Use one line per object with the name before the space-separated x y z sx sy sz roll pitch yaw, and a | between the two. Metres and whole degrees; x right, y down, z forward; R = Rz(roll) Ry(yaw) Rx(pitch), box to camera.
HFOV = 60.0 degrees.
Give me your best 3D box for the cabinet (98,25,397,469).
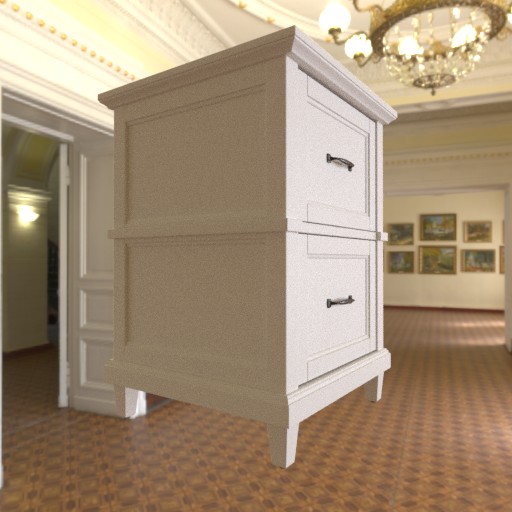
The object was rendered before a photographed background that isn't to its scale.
cabinet | 0.000 0.000 1.123 0.547 0.775 0.544 0 -1 35
